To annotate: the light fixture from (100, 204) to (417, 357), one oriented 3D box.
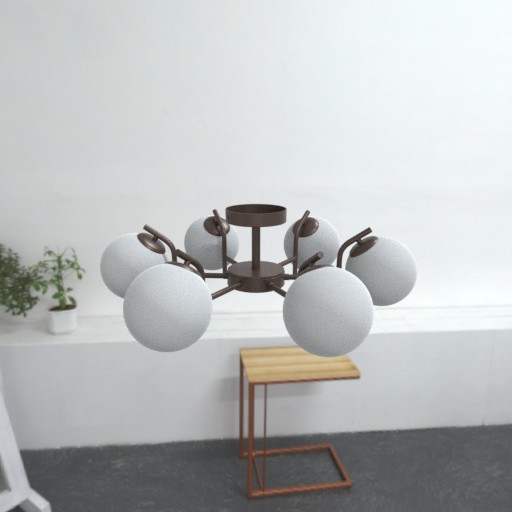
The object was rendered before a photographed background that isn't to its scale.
[{"bbox_3d":[0.000,0.000,0.929,0.662,0.201,0.662,0,15,0],"label":"light fixture"}]
